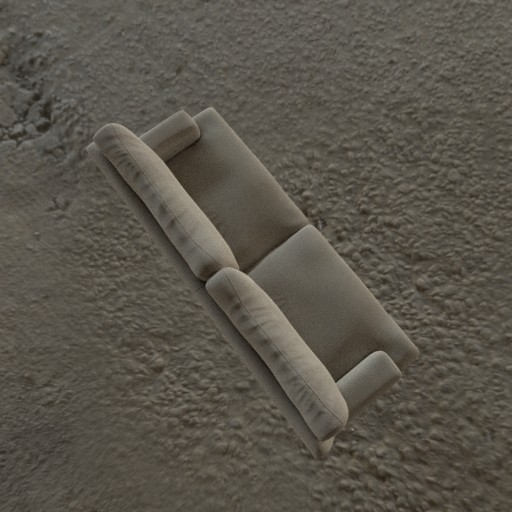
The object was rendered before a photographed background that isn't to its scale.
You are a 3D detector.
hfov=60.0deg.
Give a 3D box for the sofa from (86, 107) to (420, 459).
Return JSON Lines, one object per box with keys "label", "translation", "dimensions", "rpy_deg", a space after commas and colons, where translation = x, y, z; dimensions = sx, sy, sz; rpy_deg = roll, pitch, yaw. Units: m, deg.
{"label": "sofa", "translation": [0.000, 0.000, 2.960], "dimensions": [0.962, 0.980, 2.354], "rpy_deg": [-37, 78, -9]}
